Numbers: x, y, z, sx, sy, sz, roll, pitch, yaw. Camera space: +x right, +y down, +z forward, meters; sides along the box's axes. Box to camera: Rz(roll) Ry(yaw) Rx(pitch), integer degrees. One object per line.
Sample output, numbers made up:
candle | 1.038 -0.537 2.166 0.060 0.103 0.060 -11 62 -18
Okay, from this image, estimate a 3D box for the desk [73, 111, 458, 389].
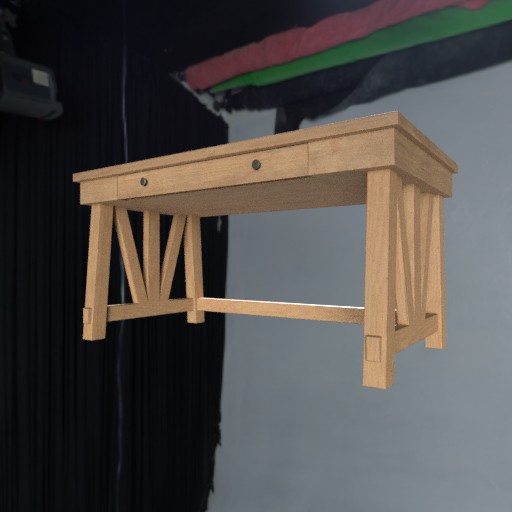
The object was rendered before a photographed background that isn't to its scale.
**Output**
desk | 0.000 0.000 1.950 1.499 0.762 0.813 -1 -1 35
